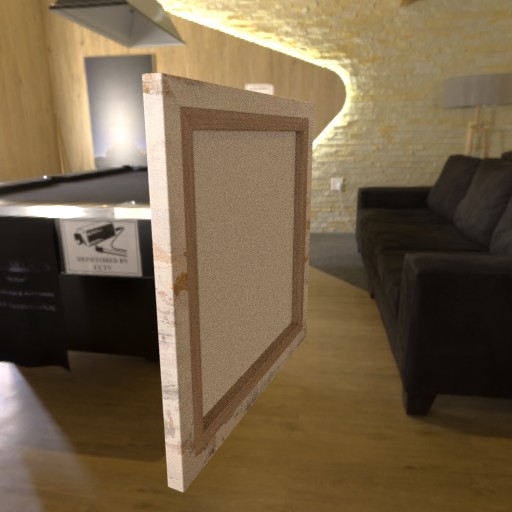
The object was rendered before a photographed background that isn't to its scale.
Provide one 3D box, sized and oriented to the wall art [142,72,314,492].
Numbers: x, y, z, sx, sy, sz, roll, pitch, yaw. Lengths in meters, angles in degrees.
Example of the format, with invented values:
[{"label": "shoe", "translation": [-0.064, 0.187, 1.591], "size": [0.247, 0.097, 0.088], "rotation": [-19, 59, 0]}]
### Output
[{"label": "wall art", "translation": [0.000, 0.000, 1.092], "size": [0.038, 0.755, 0.753], "rotation": [7, 17, 24]}]
